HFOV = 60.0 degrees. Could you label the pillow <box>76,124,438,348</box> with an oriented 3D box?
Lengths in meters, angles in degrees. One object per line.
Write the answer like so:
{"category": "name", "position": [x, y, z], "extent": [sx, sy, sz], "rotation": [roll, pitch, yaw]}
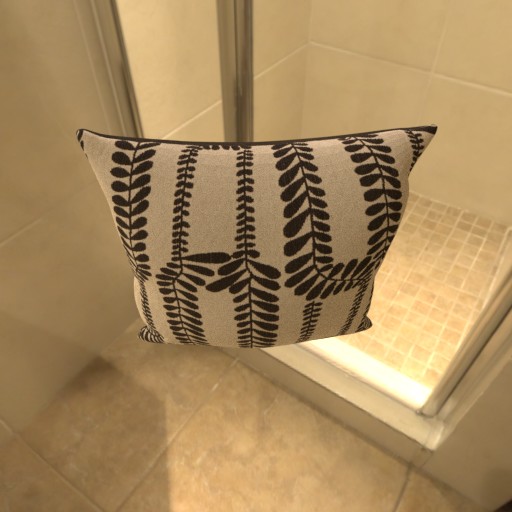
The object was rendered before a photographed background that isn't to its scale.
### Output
{"category": "pillow", "position": [0.000, 0.000, 0.675], "extent": [0.440, 0.441, 0.182], "rotation": [-2, 46, -2]}
